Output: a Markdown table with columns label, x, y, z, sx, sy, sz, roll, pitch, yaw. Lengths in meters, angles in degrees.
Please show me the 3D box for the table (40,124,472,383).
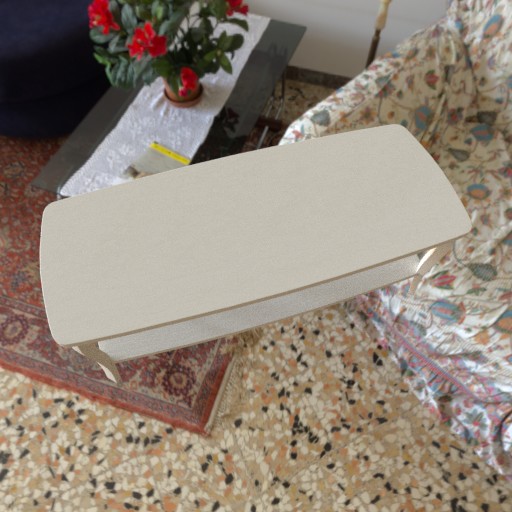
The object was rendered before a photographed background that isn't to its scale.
| label | x | y | z | sx | sy | sz | roll | pitch | yaw |
| --- | --- | --- | --- | --- | --- | --- | --- | --- | --- |
| table | 0.000 | 0.000 | 1.613 | 1.334 | 0.474 | 0.561 | -15 | 59 | -9 |
